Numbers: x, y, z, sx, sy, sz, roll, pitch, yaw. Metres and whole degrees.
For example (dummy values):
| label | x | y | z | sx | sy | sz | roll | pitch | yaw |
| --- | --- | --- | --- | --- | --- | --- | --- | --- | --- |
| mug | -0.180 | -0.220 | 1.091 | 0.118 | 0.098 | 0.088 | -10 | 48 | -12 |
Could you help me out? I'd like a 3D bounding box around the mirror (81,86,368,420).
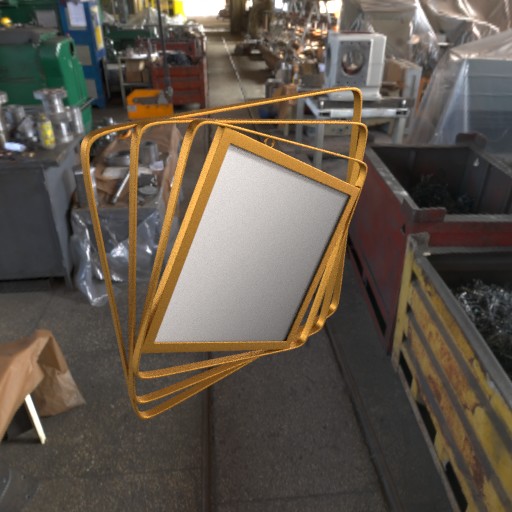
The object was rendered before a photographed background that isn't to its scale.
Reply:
| label | x | y | z | sx | sy | sz | roll | pitch | yaw |
| --- | --- | --- | --- | --- | --- | --- | --- | --- | --- |
| mirror | 0.000 | 0.000 | 0.703 | 0.470 | 0.468 | 0.045 | -22 | 37 | -33 |
